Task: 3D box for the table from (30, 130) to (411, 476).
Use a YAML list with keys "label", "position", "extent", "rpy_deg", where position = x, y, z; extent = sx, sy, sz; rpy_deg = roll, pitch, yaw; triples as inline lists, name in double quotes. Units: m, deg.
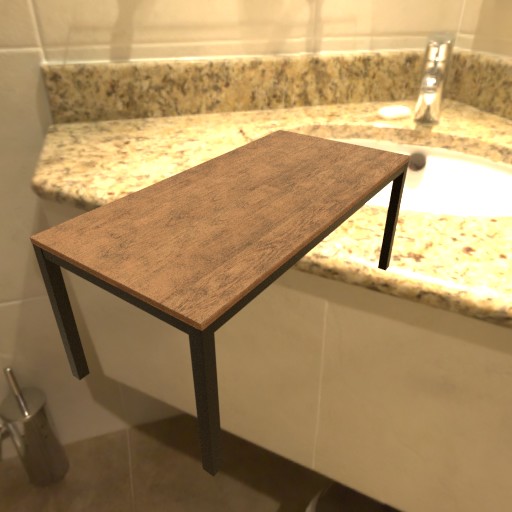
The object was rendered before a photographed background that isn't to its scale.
- label: "table"
  position: [0.000, 0.000, 2.344]
  extent: [0.893, 0.767, 1.805]
  rpy_deg: [21, 37, 30]
